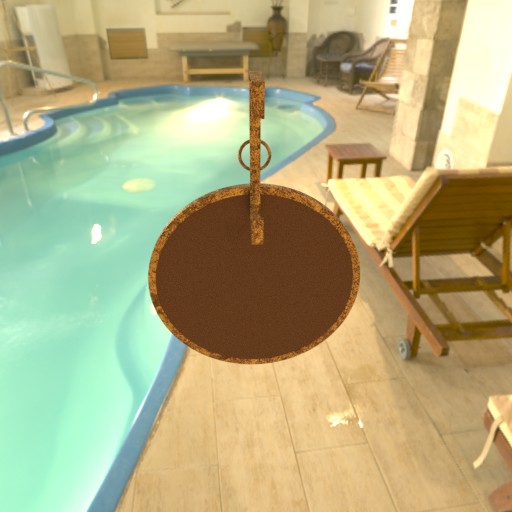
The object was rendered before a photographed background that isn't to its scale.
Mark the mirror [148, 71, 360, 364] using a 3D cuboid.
[{"bbox_3d":[0.000,0.000,0.847,0.447,0.651,0.144,-1,30,-2],"label":"mirror"}]
